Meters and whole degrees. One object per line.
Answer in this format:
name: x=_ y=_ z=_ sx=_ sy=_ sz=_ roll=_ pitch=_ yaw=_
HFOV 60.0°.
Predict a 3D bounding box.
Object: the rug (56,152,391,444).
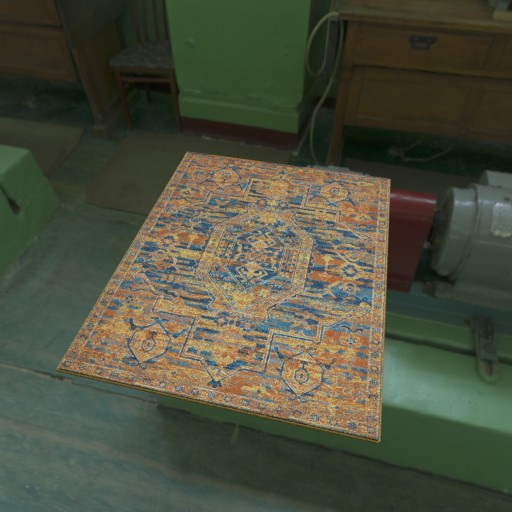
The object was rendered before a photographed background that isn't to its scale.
rug: x=0.000 y=0.000 z=4.206 sx=2.435 sy=0.031 sz=3.040 roll=10 pitch=47 yaw=9
